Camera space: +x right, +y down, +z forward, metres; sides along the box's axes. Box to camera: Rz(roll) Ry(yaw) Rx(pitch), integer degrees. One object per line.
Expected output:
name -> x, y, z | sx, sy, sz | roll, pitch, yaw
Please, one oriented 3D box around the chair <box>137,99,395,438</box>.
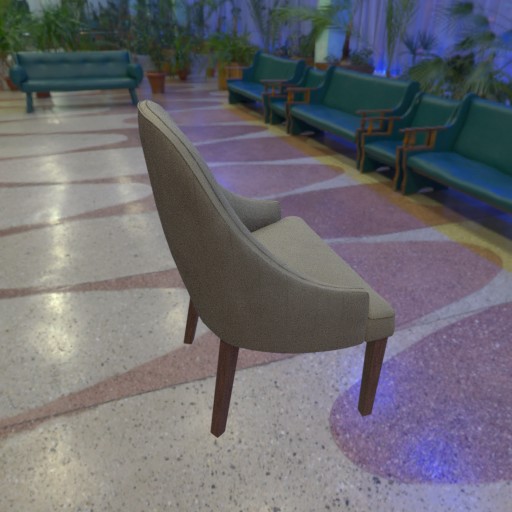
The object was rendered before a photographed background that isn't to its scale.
chair -> 0.000, 0.000, 1.305 | 0.575, 0.889, 0.643 | -10, 31, -16
